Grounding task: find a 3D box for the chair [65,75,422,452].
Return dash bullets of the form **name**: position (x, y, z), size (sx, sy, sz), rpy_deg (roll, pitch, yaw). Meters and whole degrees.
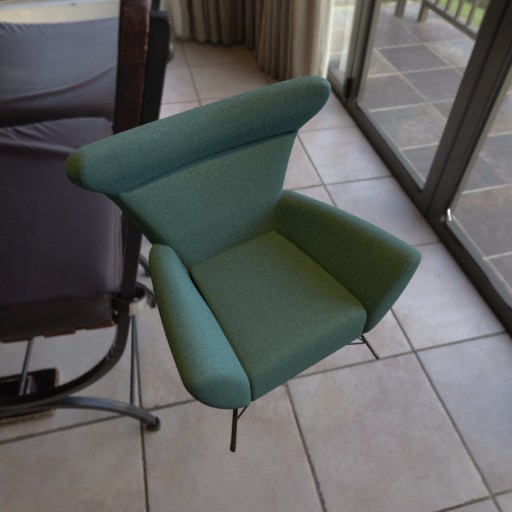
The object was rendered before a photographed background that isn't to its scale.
- **chair**: position (0.000, 0.000, 1.744), size (1.050, 0.980, 0.900), rpy_deg (-25, 53, -21)
